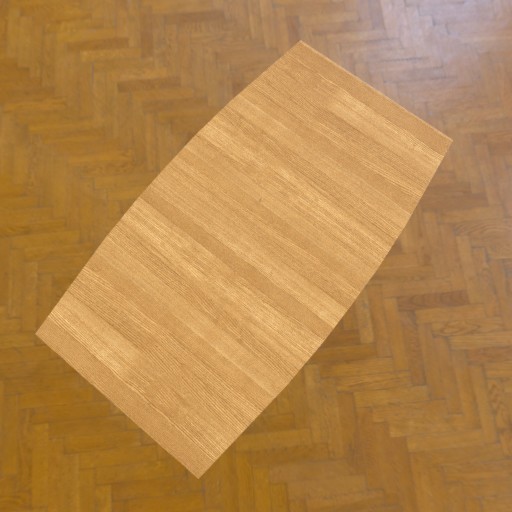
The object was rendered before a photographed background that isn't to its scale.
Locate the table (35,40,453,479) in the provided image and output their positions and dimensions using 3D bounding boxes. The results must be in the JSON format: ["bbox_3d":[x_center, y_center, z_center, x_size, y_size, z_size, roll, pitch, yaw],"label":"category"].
[{"bbox_3d":[0.000,0.000,2.058,0.900,0.748,1.598,37,79,9],"label":"table"}]
